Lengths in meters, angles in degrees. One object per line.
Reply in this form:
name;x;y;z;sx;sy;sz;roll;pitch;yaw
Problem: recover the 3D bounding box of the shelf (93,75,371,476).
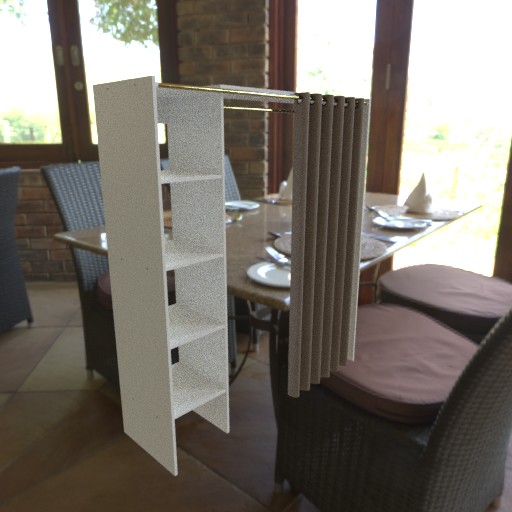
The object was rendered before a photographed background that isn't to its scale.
shelf;0.000;0.000;2.620;0.500;1.820;1.600;14;21;42
